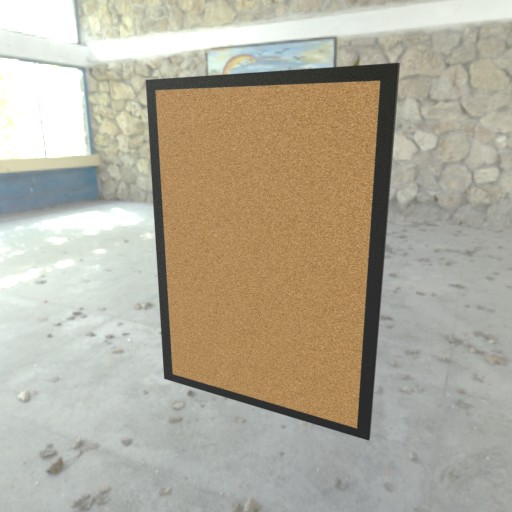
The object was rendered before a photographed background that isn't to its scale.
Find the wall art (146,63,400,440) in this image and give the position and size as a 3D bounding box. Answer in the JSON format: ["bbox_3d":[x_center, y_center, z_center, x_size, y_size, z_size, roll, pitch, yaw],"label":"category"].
[{"bbox_3d":[0.000,0.000,1.256,0.707,0.967,0.013,8,17,26],"label":"wall art"}]
